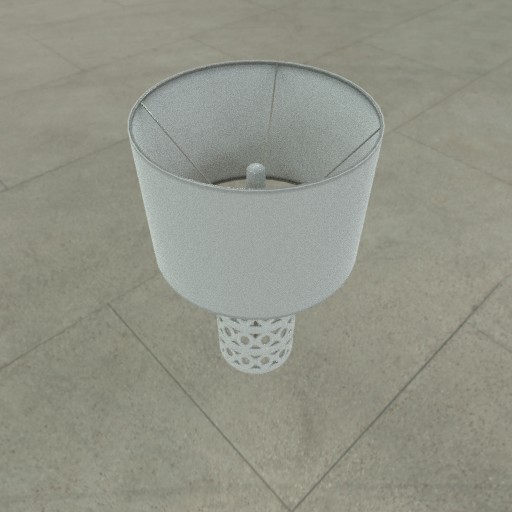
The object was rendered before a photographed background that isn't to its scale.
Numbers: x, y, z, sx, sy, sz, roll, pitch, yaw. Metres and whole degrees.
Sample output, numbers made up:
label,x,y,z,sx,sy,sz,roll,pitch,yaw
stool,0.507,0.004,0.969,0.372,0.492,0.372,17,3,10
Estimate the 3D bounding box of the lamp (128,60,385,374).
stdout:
label,x,y,z,sx,sy,sz,roll,pitch,yaw
lamp,0.000,0.000,0.718,0.310,0.502,0.310,0,46,0
